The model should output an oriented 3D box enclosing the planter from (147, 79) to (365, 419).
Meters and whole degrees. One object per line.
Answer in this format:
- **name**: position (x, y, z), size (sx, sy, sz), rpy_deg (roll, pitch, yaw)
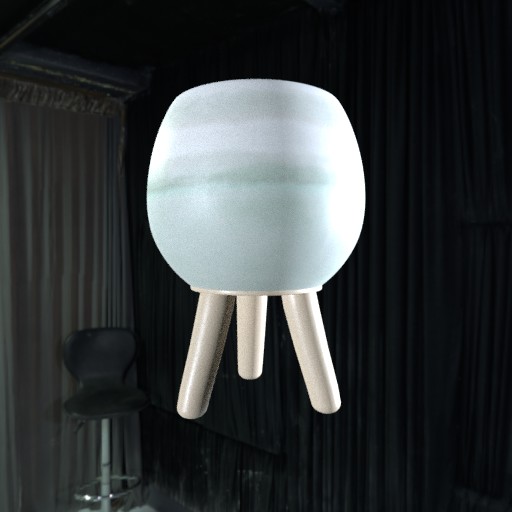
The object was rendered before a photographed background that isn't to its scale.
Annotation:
- **planter**: position (0.000, 0.000, 0.339), size (0.161, 0.224, 0.161), rpy_deg (0, 2, 0)
